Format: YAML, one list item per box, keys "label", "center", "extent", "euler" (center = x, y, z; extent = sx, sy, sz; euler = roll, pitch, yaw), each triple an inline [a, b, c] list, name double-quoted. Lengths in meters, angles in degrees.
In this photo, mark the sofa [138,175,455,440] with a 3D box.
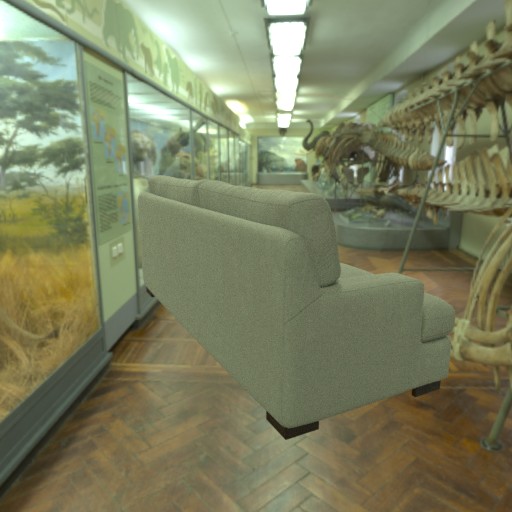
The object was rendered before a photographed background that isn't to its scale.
- label: "sofa"
  center: [0.000, 0.000, 2.851]
  extent: [0.962, 0.980, 2.354]
  euler: [-6, 14, -27]
